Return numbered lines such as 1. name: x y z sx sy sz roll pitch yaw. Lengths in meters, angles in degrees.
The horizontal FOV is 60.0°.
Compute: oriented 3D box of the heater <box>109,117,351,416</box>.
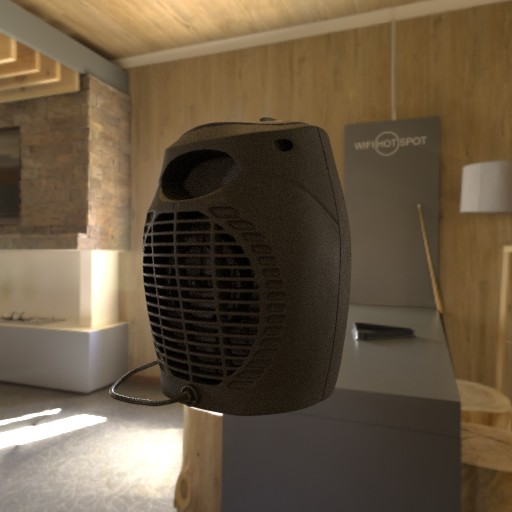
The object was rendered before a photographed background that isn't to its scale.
1. heater: 0.000 0.000 0.463 0.239 0.240 0.291 0 1 36
